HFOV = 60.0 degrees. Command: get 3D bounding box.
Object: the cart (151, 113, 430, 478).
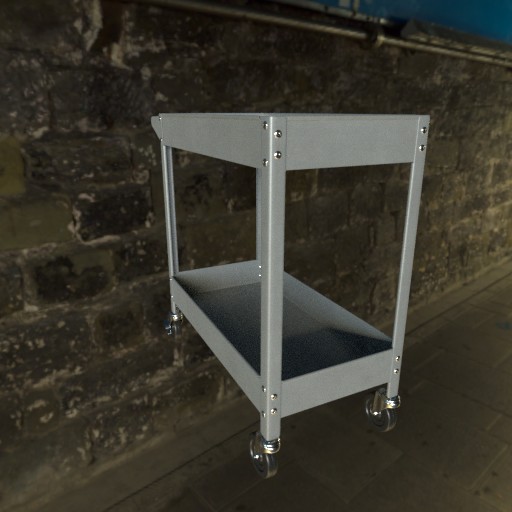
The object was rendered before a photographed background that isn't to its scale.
[{"bbox_3d":[0.000,0.000,1.177,0.366,0.719,0.779,-9,20,-25],"label":"cart"}]
